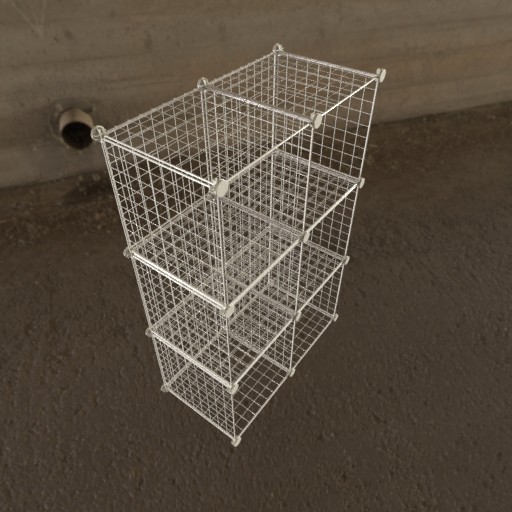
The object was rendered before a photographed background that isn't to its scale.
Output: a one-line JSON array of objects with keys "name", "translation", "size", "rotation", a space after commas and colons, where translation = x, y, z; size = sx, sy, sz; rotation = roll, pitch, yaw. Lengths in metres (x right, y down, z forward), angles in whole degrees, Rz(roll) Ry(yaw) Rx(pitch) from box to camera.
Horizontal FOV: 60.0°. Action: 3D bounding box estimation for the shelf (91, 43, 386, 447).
[{"name": "shelf", "translation": [0.000, 0.000, 1.438], "size": [0.356, 1.067, 0.711], "rotation": [27, 49, 26]}]
